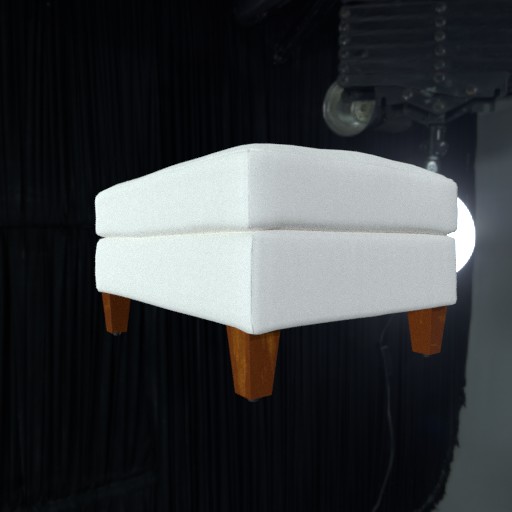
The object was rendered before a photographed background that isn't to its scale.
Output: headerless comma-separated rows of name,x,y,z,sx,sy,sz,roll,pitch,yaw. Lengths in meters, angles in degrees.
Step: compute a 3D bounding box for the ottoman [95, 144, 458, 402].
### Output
ottoman,0.000,0.000,1.192,0.634,0.479,0.818,-1,2,-36
